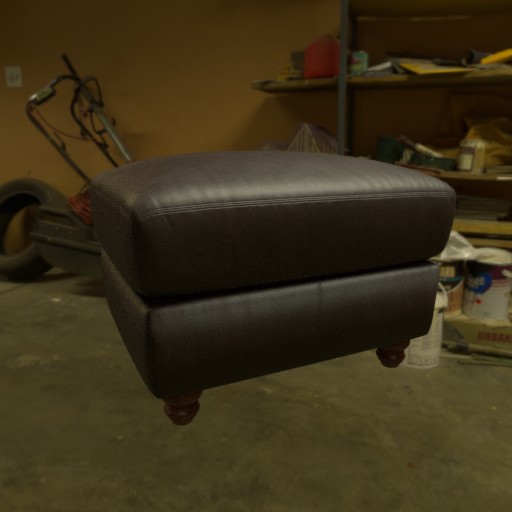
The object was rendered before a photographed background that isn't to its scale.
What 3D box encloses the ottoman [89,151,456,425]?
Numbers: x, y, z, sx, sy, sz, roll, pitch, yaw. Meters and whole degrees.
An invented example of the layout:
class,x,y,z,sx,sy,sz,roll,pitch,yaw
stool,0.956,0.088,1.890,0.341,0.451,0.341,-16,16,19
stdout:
class,x,y,z,sx,sy,sz,roll,pitch,yaw
ottoman,0.000,0.000,1.234,0.806,0.569,0.670,-7,15,-25
